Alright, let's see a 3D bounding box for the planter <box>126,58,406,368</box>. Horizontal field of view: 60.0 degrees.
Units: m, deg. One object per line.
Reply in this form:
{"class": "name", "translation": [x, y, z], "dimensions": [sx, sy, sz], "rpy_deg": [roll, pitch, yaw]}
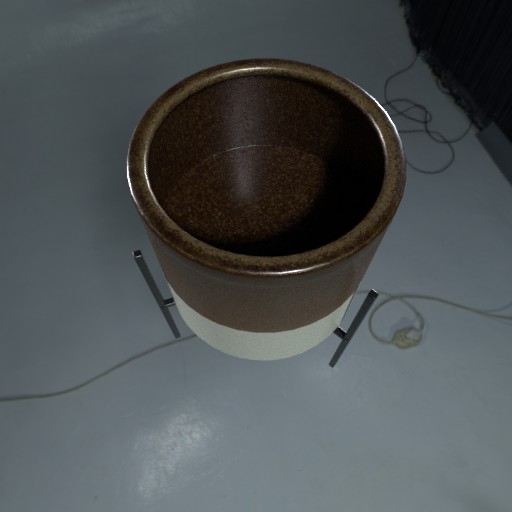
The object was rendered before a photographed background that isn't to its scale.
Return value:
{"class": "planter", "translation": [0.000, 0.000, 0.551], "dimensions": [0.269, 0.375, 0.255], "rpy_deg": [-19, 63, -10]}
